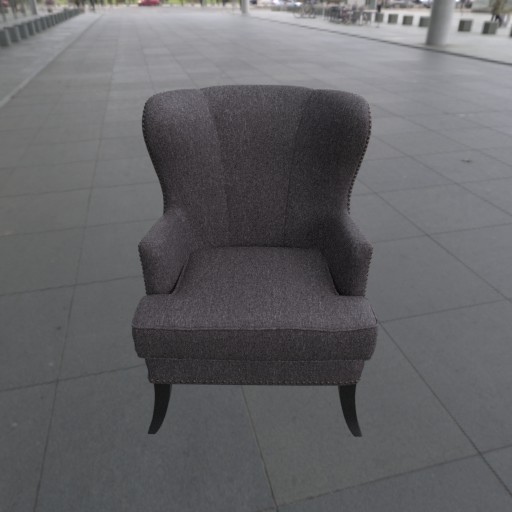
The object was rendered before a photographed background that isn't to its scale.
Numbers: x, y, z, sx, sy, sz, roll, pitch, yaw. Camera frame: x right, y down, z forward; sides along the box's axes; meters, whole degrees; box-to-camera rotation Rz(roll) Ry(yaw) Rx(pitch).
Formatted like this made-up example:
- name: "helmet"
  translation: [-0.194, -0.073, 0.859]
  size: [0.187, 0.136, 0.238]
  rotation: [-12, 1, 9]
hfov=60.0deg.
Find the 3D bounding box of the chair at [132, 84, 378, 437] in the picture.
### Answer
- name: "chair"
  translation: [0.000, 0.000, 1.600]
  size: [0.759, 1.060, 0.758]
  rotation: [0, 30, 1]
